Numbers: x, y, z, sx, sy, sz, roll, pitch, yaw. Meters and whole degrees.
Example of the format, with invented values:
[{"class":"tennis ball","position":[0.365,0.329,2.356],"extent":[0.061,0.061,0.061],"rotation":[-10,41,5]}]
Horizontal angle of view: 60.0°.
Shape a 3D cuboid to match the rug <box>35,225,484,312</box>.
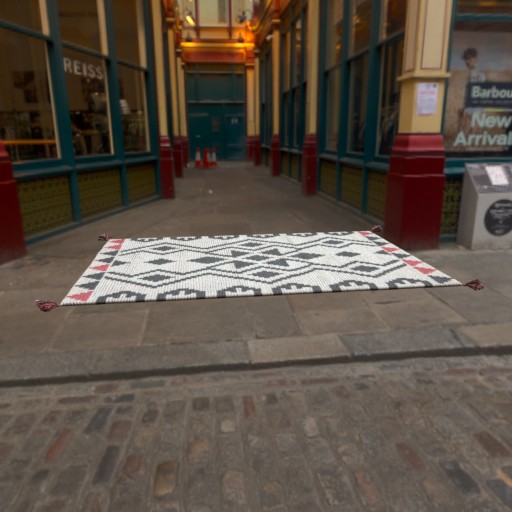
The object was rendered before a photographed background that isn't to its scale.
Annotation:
[{"class":"rug","position":[0.000,0.000,3.366],"extent":[2.672,0.066,1.741],"rotation":[-2,16,-8]}]
